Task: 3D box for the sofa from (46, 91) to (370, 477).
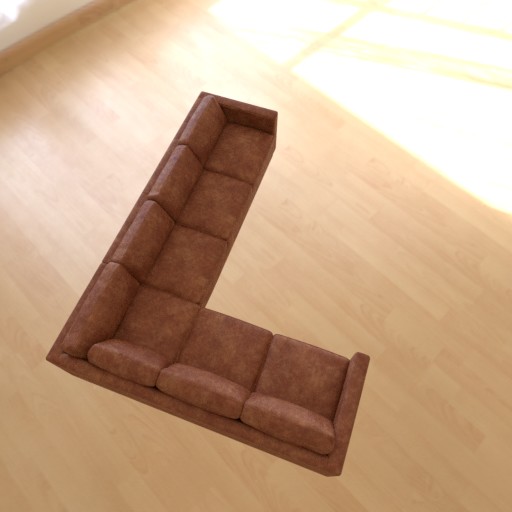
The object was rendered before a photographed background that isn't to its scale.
[{"bbox_3d":[0.000,0.000,4.245,2.438,0.838,3.150,18,65,9],"label":"sofa"}]
